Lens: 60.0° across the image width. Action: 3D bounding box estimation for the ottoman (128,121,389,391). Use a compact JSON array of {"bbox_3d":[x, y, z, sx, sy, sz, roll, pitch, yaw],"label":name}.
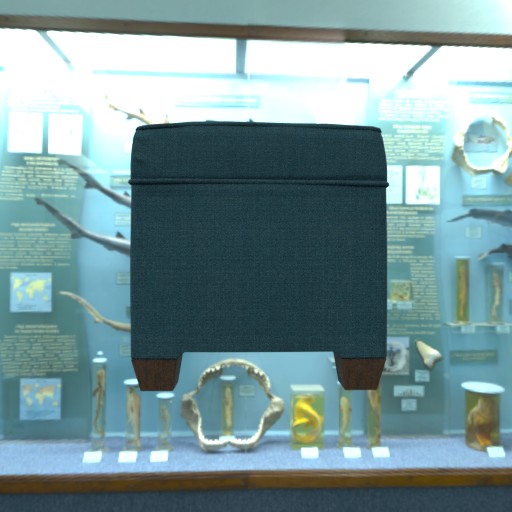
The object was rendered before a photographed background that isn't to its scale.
[{"bbox_3d":[0.000,0.000,1.209,0.474,0.474,0.943,0,-1,-1],"label":"ottoman"}]
